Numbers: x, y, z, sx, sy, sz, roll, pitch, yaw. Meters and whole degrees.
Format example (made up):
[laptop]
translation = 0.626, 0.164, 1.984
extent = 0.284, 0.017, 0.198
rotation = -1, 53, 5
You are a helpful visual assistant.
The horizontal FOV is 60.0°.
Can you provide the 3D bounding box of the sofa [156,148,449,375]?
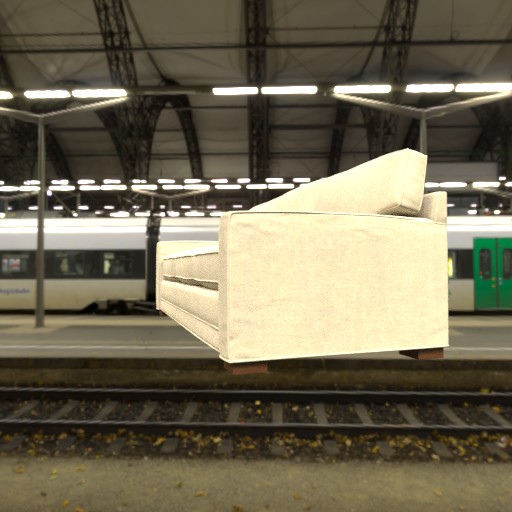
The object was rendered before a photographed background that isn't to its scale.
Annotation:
[sofa]
translation = 0.000, 0.000, 2.621
extent = 0.936, 0.862, 2.093
rotation = 0, -2, -19
